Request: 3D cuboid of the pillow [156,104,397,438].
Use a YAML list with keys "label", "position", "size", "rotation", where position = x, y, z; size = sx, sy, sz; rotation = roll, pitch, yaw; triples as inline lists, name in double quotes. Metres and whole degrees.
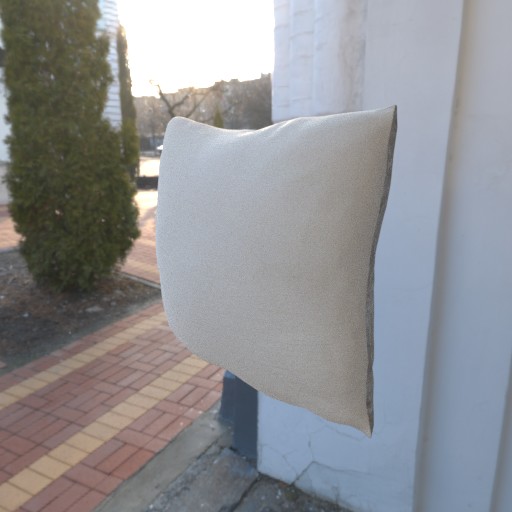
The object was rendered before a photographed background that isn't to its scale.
- label: "pillow"
  position: [0.000, 0.000, 0.718]
  size: [0.245, 0.448, 0.450]
  rotation: [-13, 19, -43]
